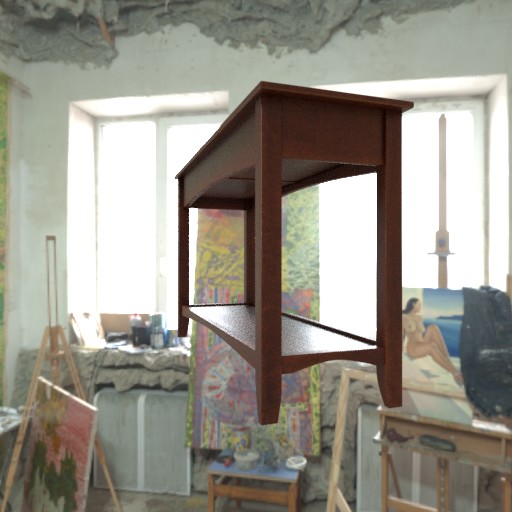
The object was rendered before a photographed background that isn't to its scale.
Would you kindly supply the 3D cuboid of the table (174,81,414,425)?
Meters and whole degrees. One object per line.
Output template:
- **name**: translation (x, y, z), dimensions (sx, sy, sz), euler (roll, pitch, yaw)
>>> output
- **table**: translation (0.000, 0.000, 1.557), dimensions (0.392, 0.739, 1.188), euler (0, 0, -19)
